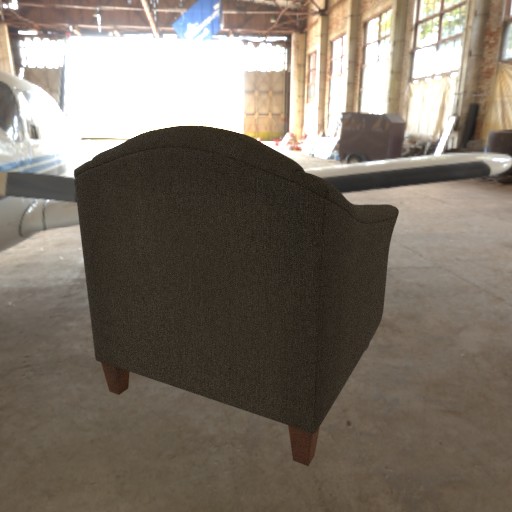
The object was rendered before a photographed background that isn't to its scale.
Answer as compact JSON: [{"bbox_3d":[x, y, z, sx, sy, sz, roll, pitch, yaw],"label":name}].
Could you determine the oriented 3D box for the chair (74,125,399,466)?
[{"bbox_3d":[0.000,0.000,1.475,0.763,0.839,0.787,9,19,27],"label":"chair"}]
